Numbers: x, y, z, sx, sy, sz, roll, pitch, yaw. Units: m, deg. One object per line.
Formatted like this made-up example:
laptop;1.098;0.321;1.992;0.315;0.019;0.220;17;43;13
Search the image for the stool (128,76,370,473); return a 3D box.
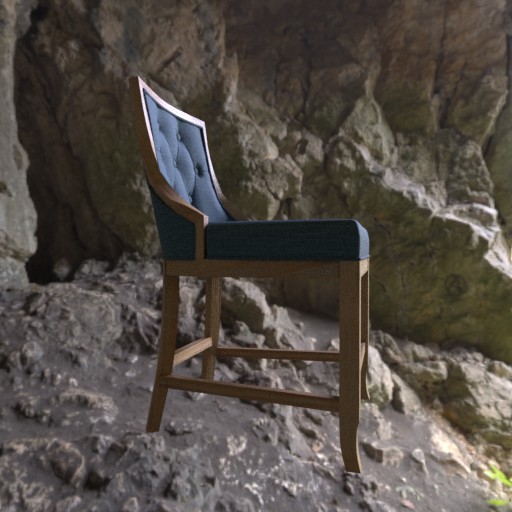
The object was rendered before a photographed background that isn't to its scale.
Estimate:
stool;0.000;0.000;1.289;0.626;0.938;0.524;0;1;16
